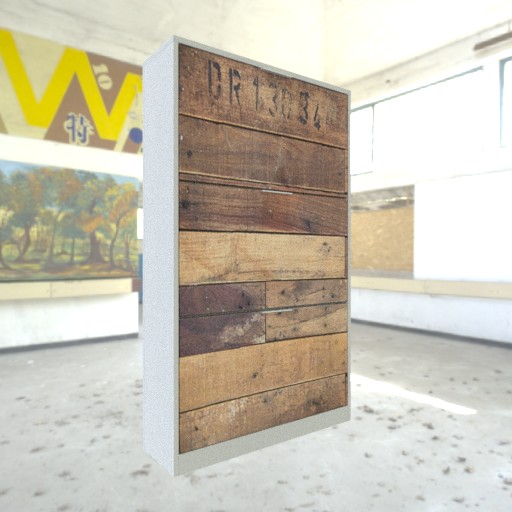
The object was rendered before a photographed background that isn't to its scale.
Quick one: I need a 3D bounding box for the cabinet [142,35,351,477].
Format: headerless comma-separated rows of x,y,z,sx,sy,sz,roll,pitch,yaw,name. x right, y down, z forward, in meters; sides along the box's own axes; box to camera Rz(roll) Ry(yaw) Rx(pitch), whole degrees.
0.000,0.000,1.592,0.750,1.280,0.250,0,0,-36,cabinet
